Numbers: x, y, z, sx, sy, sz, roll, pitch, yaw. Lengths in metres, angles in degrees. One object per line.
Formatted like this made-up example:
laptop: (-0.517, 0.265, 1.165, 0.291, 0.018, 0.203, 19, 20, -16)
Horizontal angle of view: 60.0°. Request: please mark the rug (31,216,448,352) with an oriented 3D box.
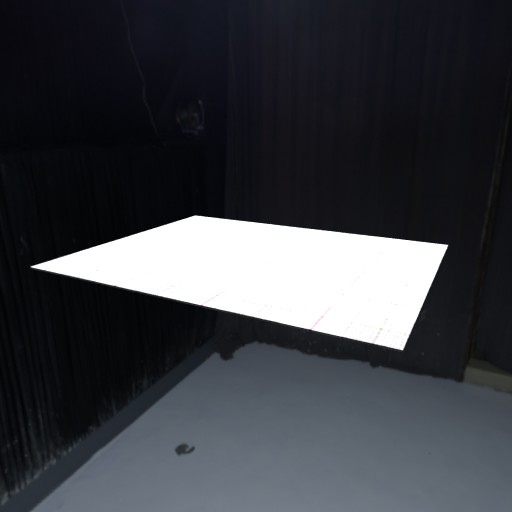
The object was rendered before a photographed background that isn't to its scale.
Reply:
rug: (0.000, 0.000, 3.954, 2.959, 0.016, 2.317, 9, 19, 27)
